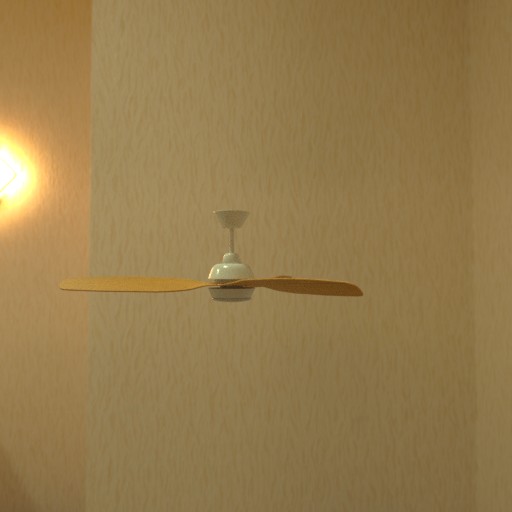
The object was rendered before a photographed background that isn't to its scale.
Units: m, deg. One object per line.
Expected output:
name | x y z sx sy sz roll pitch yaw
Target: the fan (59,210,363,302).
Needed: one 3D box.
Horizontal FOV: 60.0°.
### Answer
fan | 0.000 0.000 1.639 1.142 0.355 1.010 1 -2 -37
